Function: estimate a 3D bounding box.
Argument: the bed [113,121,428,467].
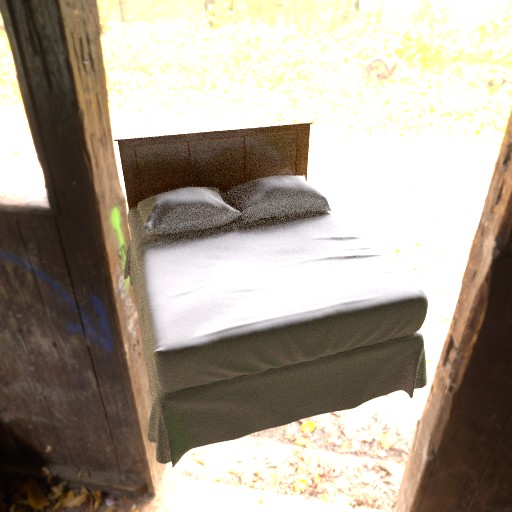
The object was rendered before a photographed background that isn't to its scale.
[{"bbox_3d":[0.000,0.000,3.124,1.870,1.273,2.035,-10,32,-15],"label":"bed"}]
